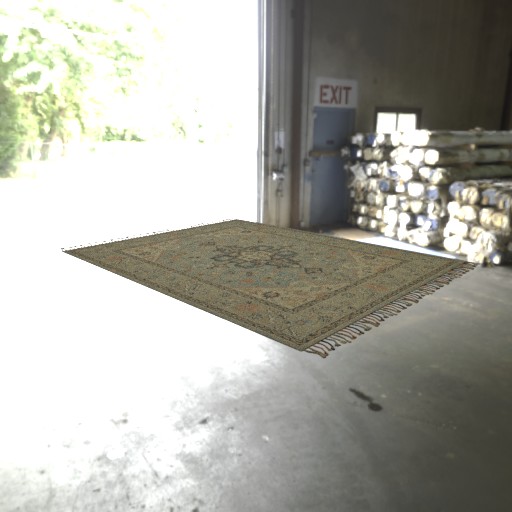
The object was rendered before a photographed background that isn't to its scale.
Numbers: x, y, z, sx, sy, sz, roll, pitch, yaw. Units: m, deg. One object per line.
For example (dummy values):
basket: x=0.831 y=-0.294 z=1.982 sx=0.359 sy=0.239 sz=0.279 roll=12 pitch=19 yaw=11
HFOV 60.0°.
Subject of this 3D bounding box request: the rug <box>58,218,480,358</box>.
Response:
rug: x=0.000 y=0.000 z=4.132 sx=3.221 sy=0.011 sz=2.379 roll=14 pitch=21 yaw=42
